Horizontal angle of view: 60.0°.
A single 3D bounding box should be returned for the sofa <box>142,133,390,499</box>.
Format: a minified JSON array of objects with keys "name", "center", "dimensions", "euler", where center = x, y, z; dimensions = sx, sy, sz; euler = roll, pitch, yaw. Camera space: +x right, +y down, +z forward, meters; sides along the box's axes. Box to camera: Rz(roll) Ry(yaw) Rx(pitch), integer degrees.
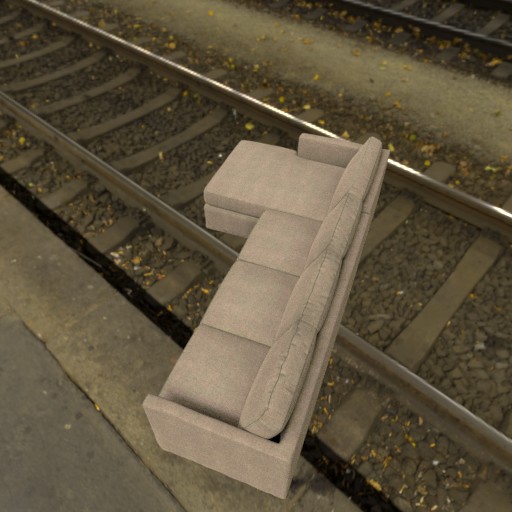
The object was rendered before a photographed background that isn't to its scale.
[{"name":"sofa","center":[0.000,0.000,3.781],"dimensions":[1.650,0.922,3.205],"euler":[16,49,14]}]
